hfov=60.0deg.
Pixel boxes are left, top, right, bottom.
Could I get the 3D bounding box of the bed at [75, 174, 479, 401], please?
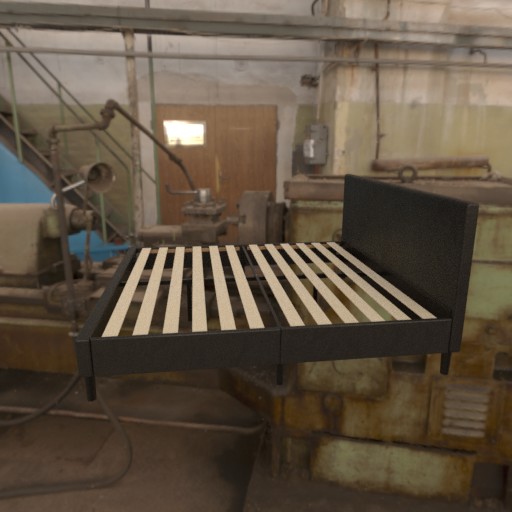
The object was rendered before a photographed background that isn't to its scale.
[{"bbox_3d":[0.000,0.000,3.336,2.152,1.046,2.018,-2,15,-8],"label":"bed"}]
